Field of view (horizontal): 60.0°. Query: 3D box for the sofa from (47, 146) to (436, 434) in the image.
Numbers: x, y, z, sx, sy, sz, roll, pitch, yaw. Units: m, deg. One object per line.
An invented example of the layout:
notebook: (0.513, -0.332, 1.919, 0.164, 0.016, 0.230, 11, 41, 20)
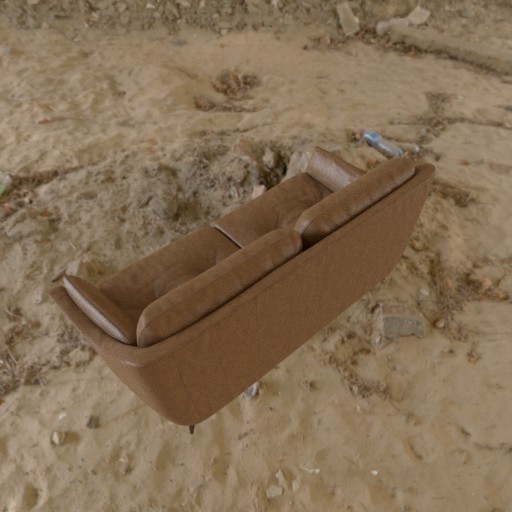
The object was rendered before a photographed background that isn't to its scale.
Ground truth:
sofa: (0.000, 0.000, 2.367, 1.902, 0.839, 0.904, -32, 54, -28)
